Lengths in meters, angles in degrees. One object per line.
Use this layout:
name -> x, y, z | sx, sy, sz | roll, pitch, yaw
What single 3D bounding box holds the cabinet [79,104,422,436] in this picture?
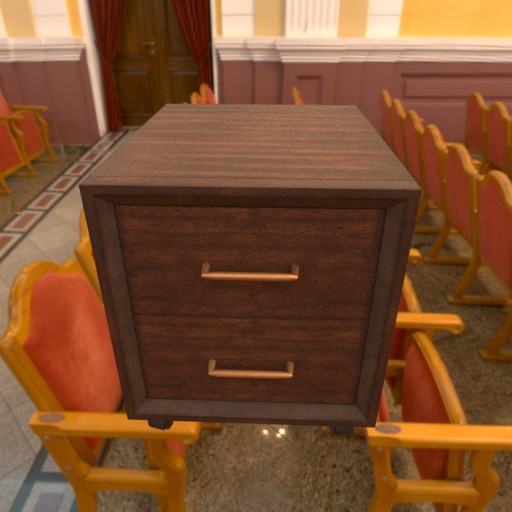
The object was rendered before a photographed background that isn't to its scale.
cabinet -> 0.000, 0.000, 0.835 | 0.402, 0.455, 0.500 | 1, 30, 2
